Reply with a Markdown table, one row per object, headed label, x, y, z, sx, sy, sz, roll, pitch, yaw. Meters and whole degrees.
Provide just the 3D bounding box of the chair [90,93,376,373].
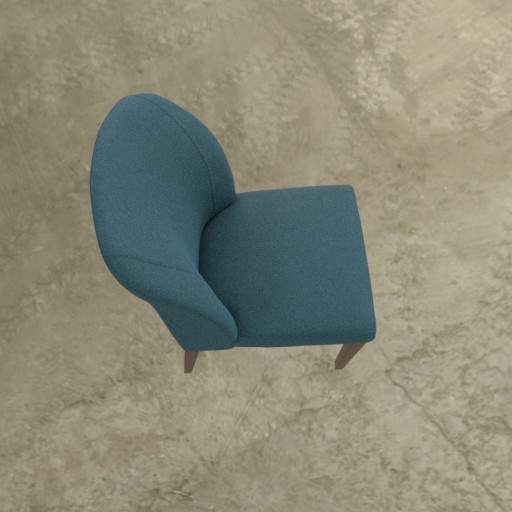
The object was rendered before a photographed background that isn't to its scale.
| label | x | y | z | sx | sy | sz | roll | pitch | yaw |
| --- | --- | --- | --- | --- | --- | --- | --- | --- | --- |
| chair | 0.000 | 0.000 | 1.230 | 0.620 | 0.879 | 0.507 | -2 | 63 | -1 |
